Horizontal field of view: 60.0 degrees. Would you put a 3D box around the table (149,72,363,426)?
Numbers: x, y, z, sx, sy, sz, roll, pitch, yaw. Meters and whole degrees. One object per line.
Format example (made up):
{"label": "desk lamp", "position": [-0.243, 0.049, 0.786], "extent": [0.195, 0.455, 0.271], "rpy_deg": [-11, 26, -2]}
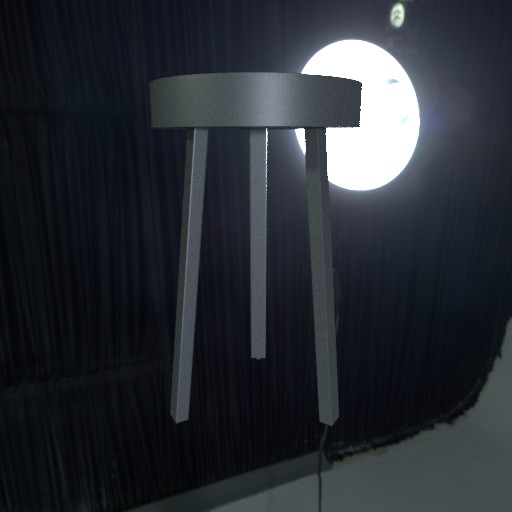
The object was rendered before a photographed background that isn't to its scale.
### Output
{"label": "table", "position": [0.000, 0.000, 0.955], "extent": [0.406, 0.686, 0.406], "rpy_deg": [-8, 17, -26]}
